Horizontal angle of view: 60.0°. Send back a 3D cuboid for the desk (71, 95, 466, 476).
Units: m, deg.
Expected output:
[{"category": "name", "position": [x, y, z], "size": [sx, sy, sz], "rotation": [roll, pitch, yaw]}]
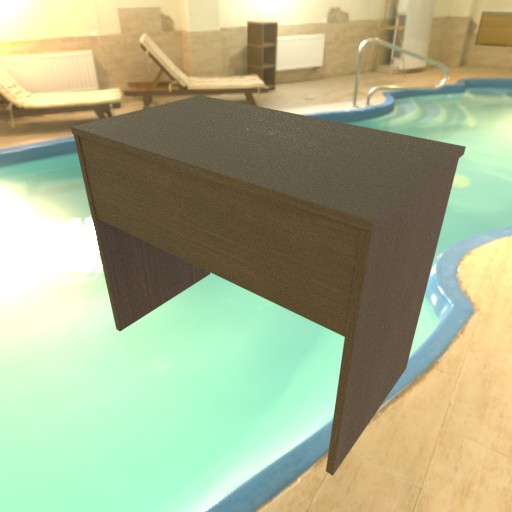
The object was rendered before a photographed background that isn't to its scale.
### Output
[{"category": "desk", "position": [0.000, 0.000, 1.327], "size": [0.893, 0.724, 0.498], "rotation": [23, 39, 32]}]
